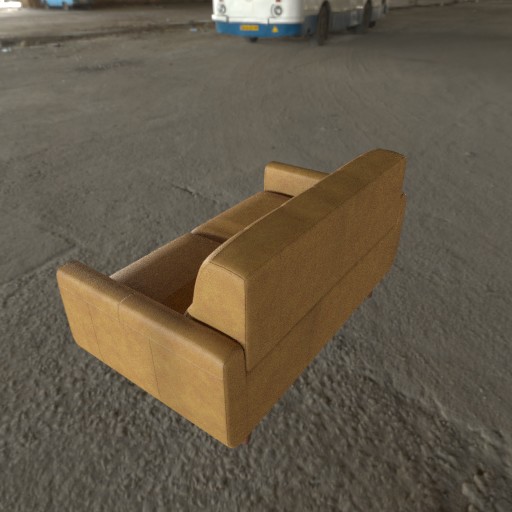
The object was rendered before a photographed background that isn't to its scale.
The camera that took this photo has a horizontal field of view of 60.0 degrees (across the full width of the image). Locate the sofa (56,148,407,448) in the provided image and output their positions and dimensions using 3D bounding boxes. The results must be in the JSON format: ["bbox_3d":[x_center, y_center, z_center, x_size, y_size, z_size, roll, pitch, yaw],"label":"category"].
[{"bbox_3d":[0.000,0.000,2.282,0.952,0.925,1.651,21,38,30],"label":"sofa"}]
